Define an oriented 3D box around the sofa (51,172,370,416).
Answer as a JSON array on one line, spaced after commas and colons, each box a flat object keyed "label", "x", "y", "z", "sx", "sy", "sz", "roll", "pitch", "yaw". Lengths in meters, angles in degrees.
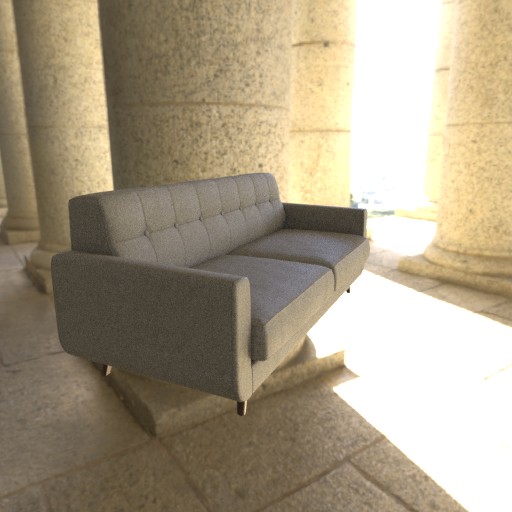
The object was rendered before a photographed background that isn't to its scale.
[{"label": "sofa", "x": 0.000, "y": 0.000, "z": 2.608, "sx": 0.968, "sy": 0.873, "sz": 2.055, "roll": 7, "pitch": 16, "yaw": 25}]
